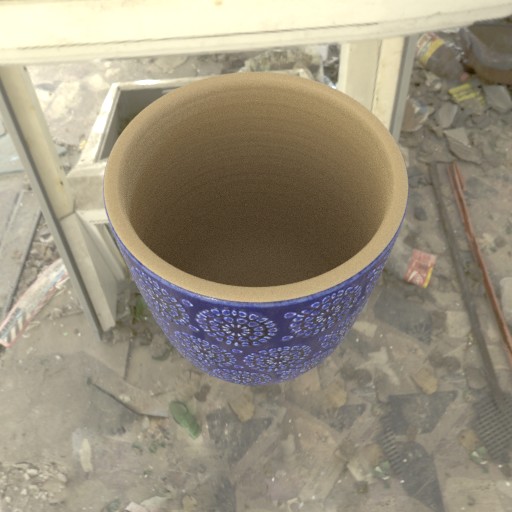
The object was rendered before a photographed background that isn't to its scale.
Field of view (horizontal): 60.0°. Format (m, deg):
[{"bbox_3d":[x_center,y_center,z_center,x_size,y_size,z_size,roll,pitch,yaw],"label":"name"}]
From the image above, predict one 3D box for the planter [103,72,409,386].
[{"bbox_3d":[0.000,0.000,0.352,0.184,0.206,0.184,0,58,0],"label":"planter"}]
